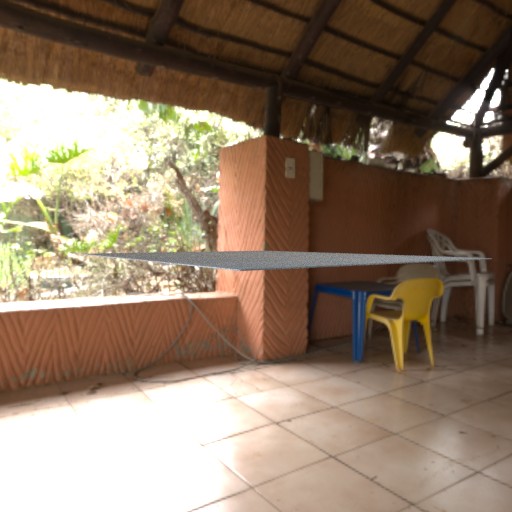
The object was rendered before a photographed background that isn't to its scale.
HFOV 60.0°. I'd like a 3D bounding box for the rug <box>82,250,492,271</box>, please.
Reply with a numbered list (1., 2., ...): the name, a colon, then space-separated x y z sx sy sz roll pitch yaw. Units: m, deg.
1. rug: 0.000 0.000 4.188 2.443 0.007 3.200 -1 2 -35
